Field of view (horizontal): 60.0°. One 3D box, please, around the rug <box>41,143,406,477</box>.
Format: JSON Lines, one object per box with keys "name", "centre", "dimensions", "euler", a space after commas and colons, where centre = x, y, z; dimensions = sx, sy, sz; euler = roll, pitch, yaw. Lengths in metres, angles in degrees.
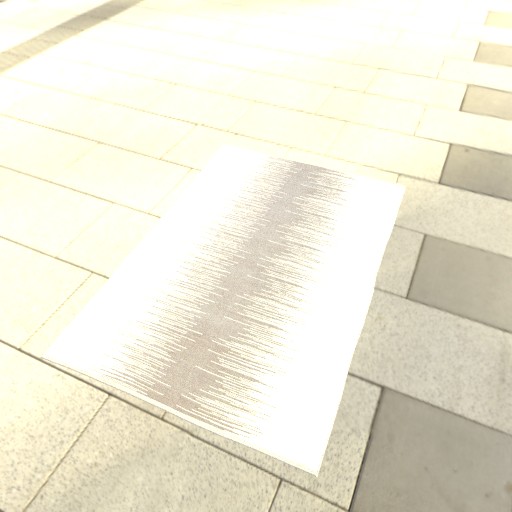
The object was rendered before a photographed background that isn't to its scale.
{"name": "rug", "centre": [0.000, 0.000, 2.293], "dimensions": [1.226, 0.007, 1.815], "euler": [17, 49, 16]}
